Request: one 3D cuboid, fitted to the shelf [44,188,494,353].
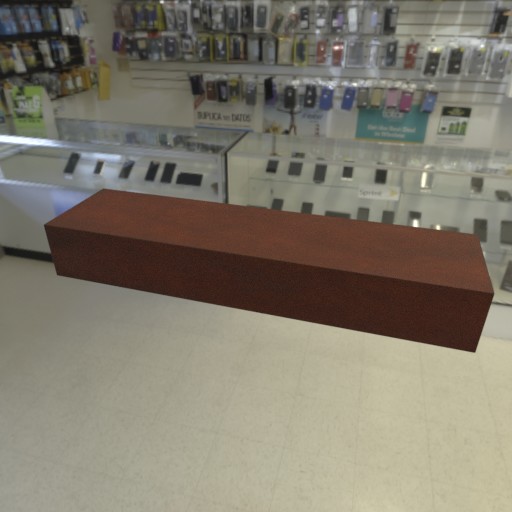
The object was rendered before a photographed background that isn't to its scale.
[{"bbox_3d":[0.000,0.000,0.659,0.607,0.088,0.152,9,31,15],"label":"shelf"}]
